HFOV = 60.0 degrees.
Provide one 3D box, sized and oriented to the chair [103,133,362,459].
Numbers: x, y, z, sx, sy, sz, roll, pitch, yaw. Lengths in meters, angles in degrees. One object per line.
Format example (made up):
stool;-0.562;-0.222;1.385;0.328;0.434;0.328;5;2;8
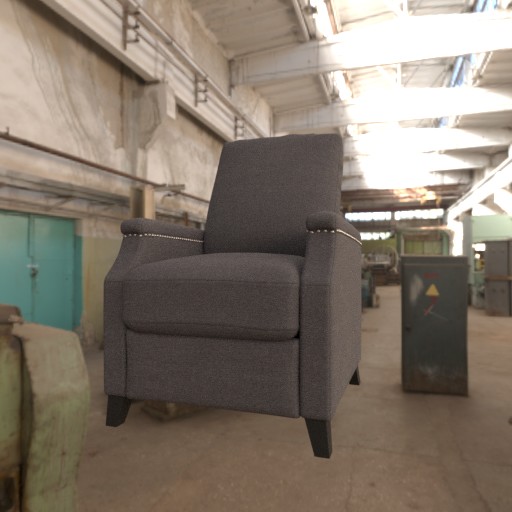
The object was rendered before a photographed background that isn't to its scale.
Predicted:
chair;0.000;0.000;1.641;0.710;1.049;0.922;0;0;19
